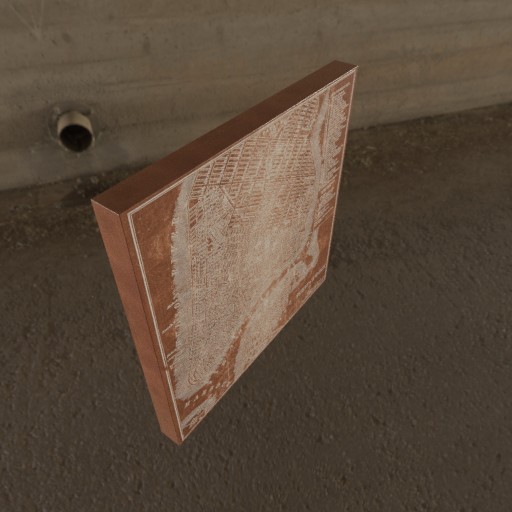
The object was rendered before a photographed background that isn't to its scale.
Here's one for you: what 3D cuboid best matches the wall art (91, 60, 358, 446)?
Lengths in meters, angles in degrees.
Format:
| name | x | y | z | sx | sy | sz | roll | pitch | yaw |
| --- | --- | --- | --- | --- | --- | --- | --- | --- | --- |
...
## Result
| name | x | y | z | sx | sy | sz | roll | pitch | yaw |
| --- | --- | --- | --- | --- | --- | --- | --- | --- | --- |
| wall art | 0.000 | 0.000 | 0.607 | 0.035 | 0.403 | 0.403 | 27 | 49 | 26 |
